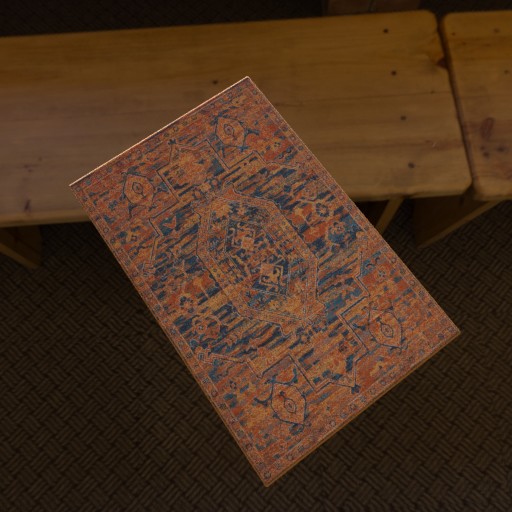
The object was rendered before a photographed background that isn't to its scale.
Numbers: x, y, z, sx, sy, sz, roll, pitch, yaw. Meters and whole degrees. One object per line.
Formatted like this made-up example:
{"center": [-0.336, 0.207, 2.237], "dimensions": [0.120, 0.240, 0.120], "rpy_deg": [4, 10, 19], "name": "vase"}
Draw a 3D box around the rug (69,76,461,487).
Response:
{"center": [0.000, 0.000, 2.212], "dimensions": [1.148, 0.013, 1.758], "rpy_deg": [-35, 77, -9], "name": "rug"}
